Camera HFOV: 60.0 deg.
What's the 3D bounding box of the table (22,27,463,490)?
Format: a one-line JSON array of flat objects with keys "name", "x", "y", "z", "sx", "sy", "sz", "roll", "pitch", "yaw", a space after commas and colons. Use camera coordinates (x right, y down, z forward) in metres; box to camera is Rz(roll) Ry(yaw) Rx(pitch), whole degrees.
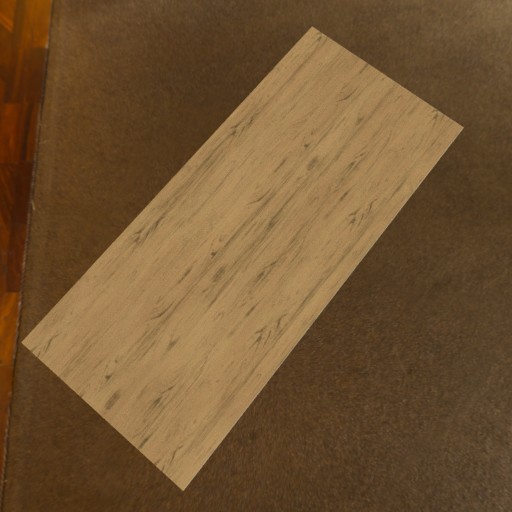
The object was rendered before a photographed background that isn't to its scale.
[{"name": "table", "x": 0.000, "y": 0.000, "z": 2.181, "sx": 0.795, "sy": 0.899, "sz": 1.778, "roll": 38, "pitch": 79, "yaw": 9}]
